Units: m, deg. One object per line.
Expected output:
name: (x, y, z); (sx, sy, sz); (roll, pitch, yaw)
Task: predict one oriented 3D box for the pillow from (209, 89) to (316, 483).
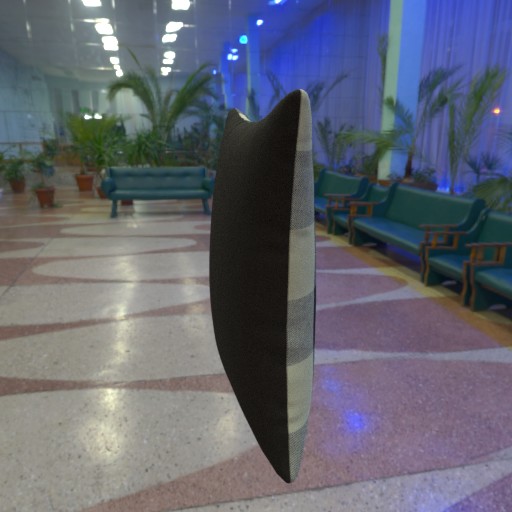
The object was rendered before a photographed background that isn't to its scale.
pillow: (0.000, 0.000, 0.773); (0.161, 0.509, 0.511); (-3, 16, -10)
